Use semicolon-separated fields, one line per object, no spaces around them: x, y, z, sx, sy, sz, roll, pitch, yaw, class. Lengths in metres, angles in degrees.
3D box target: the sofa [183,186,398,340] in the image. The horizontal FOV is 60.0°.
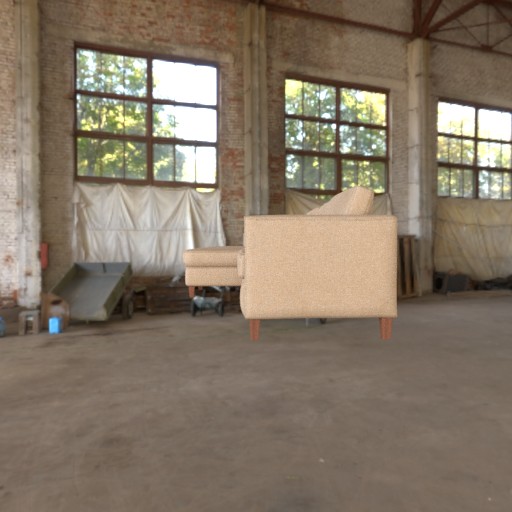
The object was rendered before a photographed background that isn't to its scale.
0.000;0.000;3.975;1.502;0.876;3.201;0;1;-1;sofa
